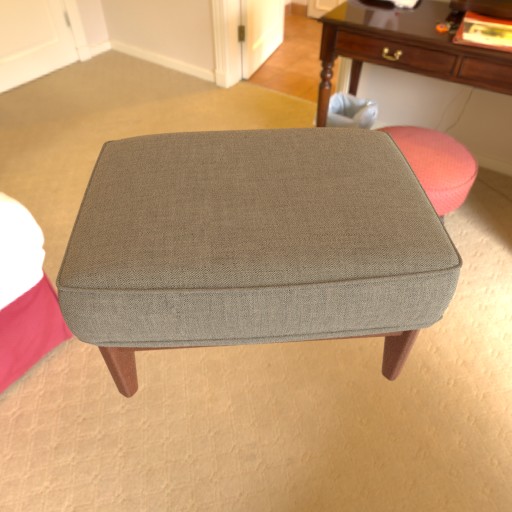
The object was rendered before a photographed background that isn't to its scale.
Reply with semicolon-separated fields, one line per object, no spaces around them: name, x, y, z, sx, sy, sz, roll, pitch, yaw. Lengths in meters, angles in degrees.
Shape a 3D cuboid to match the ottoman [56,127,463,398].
ottoman;0.000;0.000;1.074;0.750;0.458;0.555;-3;45;-3
